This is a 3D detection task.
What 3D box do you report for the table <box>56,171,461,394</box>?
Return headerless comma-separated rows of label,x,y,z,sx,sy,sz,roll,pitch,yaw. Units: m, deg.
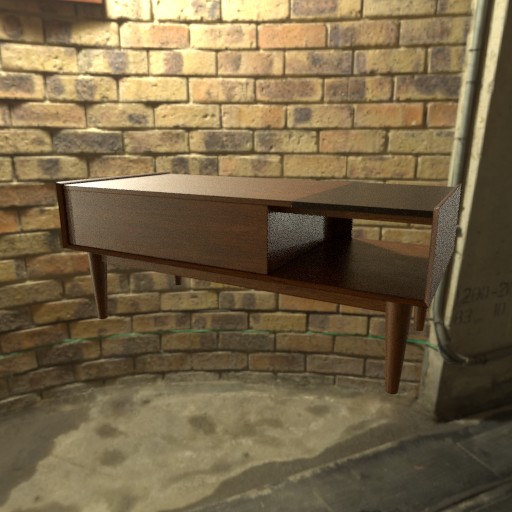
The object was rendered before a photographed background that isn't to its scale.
table,0.000,0.000,1.555,1.221,0.508,0.610,8,17,27
